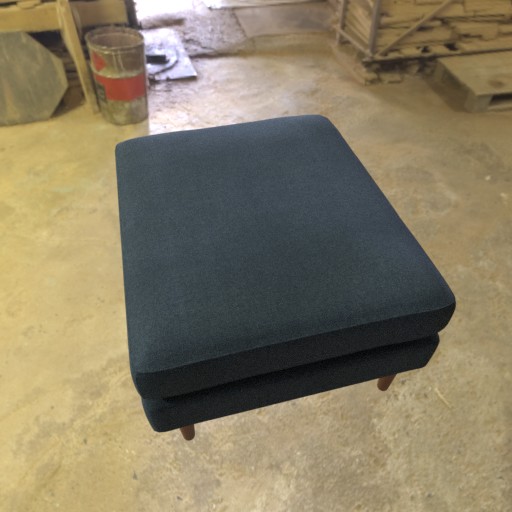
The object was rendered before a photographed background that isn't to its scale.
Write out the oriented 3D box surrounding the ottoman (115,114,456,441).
[{"bbox_3d":[0.000,0.000,1.262,0.693,0.474,0.821,-11,47,-10],"label":"ottoman"}]
